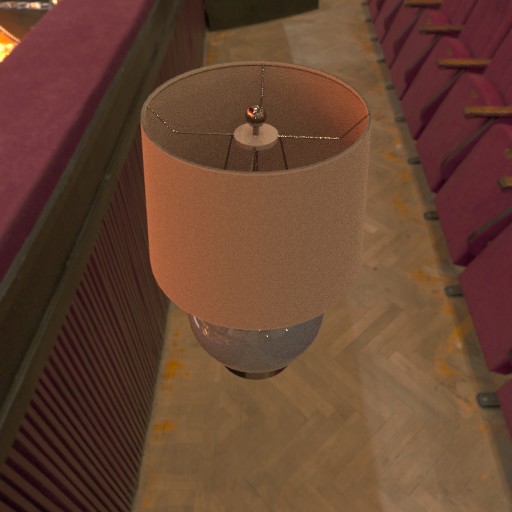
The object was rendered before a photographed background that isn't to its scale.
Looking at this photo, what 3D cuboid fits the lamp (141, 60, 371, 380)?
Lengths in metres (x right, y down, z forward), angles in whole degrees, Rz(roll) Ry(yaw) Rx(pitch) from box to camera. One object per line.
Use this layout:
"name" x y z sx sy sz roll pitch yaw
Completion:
"lamp" 0.000 0.000 0.538 0.247 0.387 0.247 0 46 0
